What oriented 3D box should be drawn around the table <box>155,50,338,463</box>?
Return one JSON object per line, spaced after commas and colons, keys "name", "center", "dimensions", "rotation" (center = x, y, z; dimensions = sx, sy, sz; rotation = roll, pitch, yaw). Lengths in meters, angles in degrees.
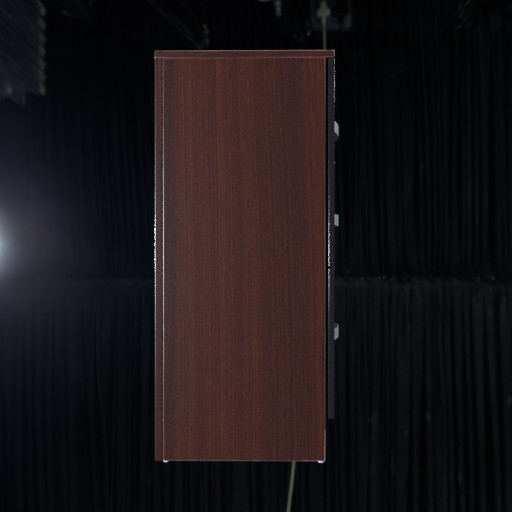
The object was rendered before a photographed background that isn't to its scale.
{"name": "table", "center": [0.000, 0.000, 1.314], "dimensions": [0.380, 0.790, 0.930], "rotation": [0, 0, 1]}
